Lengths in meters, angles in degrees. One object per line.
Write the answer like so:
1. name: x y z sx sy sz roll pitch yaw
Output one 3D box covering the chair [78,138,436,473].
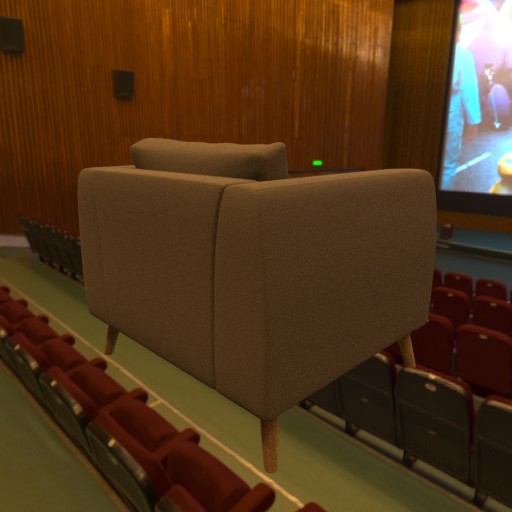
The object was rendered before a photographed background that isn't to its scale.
1. chair: 0.000 0.000 1.673 0.930 0.860 1.000 -14 21 -43
